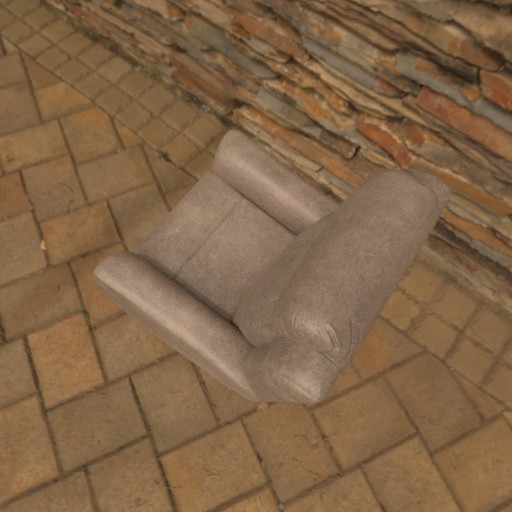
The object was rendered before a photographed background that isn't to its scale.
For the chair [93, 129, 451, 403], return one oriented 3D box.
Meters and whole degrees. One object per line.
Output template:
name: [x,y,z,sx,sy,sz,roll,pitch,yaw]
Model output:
chair: [0.000,0.000,1.870,1.068,1.116,0.967,33,68,15]
